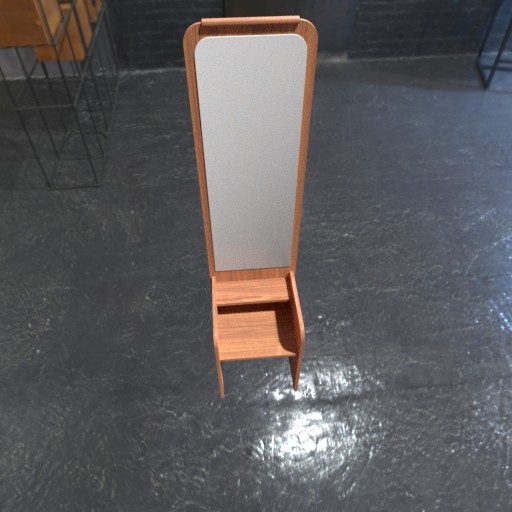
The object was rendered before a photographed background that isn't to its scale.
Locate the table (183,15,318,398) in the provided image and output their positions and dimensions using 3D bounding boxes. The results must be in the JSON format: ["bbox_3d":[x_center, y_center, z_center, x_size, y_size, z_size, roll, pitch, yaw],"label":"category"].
[{"bbox_3d":[0.000,0.000,1.961,0.450,1.830,0.420,-4,47,-3],"label":"table"}]
